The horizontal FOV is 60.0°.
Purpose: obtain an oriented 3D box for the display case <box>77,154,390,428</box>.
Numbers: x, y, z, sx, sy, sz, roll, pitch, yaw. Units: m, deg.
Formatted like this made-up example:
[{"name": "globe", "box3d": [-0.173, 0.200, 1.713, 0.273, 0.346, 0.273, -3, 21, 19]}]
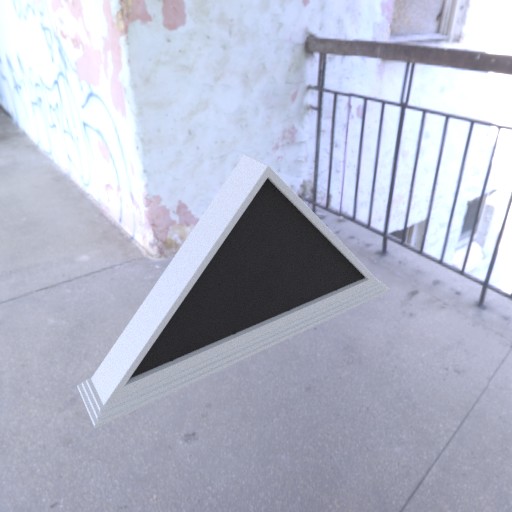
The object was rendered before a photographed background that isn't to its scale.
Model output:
[{"name": "display case", "box3d": [0.000, 0.000, 0.761, 0.640, 0.340, 0.095, -19, 35, -29]}]
